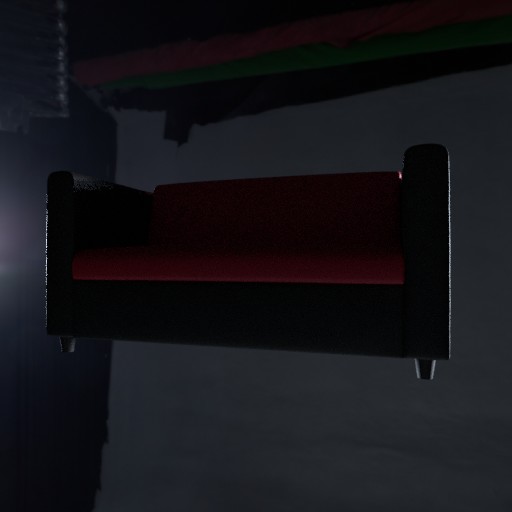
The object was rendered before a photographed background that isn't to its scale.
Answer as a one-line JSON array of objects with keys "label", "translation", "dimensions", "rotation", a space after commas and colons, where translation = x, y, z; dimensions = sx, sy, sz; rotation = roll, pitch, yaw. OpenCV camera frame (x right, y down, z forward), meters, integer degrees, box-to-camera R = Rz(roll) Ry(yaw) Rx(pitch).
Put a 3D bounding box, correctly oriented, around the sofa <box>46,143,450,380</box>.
[{"label": "sofa", "translation": [0.000, 0.000, 1.857], "dimensions": [1.410, 0.735, 0.845], "rotation": [0, -1, 17]}]
